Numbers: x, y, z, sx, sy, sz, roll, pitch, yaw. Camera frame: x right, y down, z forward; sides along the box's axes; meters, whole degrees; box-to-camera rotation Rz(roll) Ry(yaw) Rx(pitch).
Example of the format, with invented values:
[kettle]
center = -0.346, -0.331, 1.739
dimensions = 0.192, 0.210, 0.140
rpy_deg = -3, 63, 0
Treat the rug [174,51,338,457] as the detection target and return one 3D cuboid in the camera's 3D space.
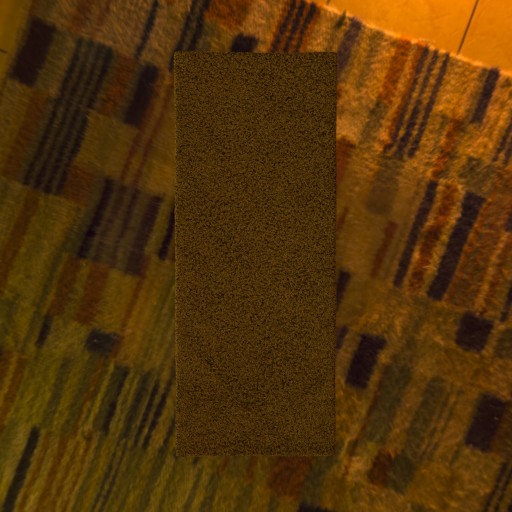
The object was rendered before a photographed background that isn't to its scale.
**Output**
[rug]
center = 0.000, 0.000, 1.673
dimensions = 0.609, 0.030, 1.524
rpy_deg = 0, 91, -1
